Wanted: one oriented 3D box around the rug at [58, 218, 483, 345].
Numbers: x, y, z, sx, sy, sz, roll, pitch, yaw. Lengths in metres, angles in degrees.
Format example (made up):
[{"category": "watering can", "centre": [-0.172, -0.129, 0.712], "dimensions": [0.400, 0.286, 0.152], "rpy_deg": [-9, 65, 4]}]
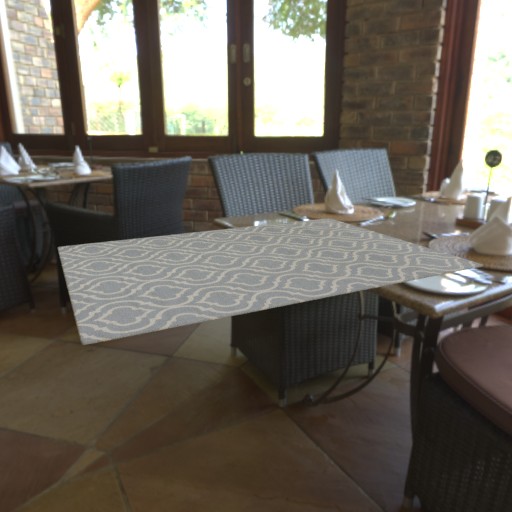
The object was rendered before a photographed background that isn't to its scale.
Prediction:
[{"category": "rug", "centre": [0.000, 0.000, 2.619], "dimensions": [2.080, 0.010, 1.451], "rpy_deg": [-8, 18, -25]}]
